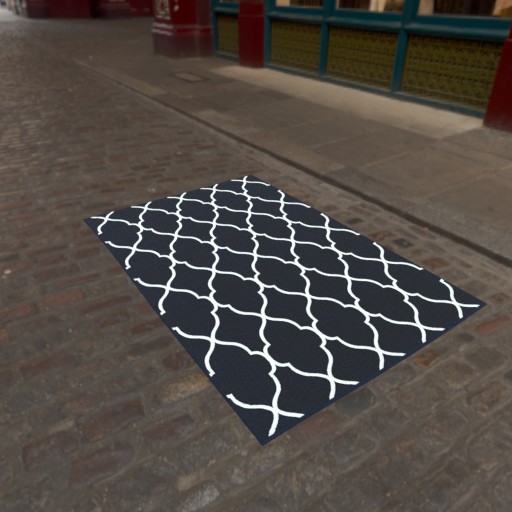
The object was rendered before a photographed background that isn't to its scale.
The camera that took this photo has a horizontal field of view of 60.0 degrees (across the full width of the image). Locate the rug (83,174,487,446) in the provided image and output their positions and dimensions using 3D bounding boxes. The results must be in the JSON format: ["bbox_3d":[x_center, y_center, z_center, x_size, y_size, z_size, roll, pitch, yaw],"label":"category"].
[{"bbox_3d":[0.000,0.000,2.858,1.528,0.014,2.294,-21,38,-29],"label":"rug"}]
